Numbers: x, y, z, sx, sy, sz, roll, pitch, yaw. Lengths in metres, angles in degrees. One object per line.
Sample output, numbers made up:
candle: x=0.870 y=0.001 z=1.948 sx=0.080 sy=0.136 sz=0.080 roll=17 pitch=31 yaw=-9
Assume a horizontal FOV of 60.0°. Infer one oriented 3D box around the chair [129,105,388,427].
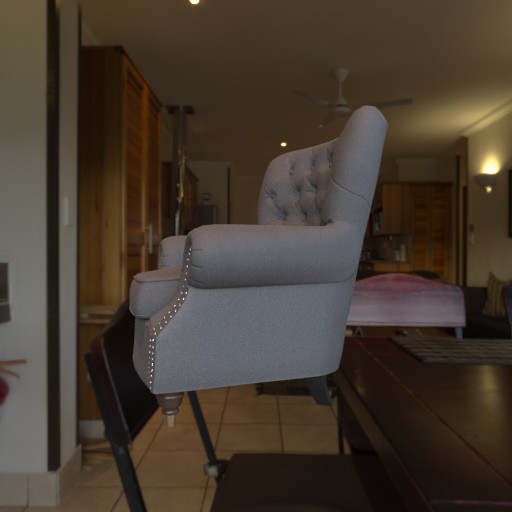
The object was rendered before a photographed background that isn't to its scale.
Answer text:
chair: x=0.000 y=0.000 z=1.789 sx=0.983 sy=1.046 sz=0.983 roll=0 pitch=0 yaw=-18
